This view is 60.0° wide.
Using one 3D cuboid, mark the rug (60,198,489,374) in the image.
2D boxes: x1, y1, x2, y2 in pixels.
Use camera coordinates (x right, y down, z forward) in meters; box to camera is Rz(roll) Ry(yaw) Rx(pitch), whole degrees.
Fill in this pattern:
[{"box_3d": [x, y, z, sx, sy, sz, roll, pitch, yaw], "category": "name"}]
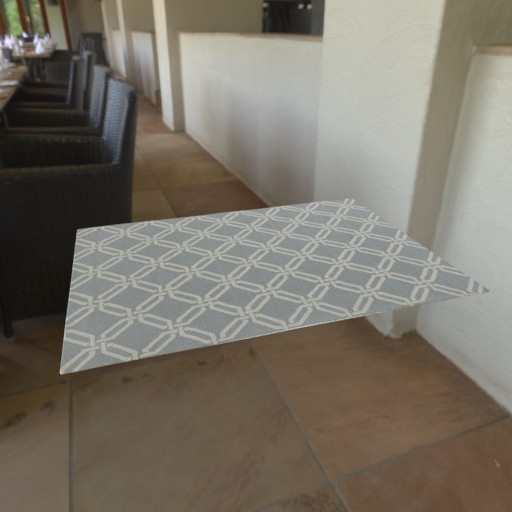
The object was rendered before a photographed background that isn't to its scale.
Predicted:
[{"box_3d": [0.000, 0.000, 2.713, 2.133, 0.013, 1.522, -8, 28, -15], "category": "rug"}]
